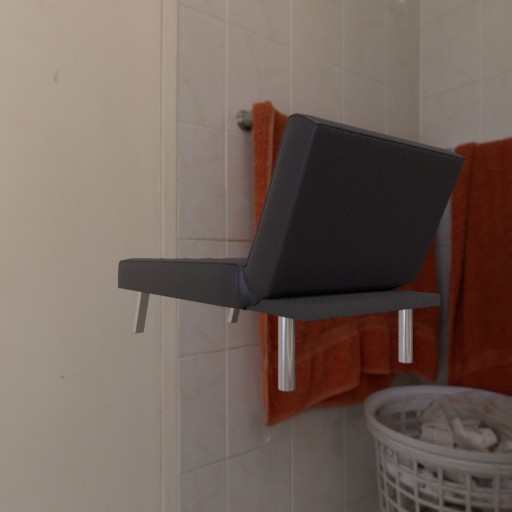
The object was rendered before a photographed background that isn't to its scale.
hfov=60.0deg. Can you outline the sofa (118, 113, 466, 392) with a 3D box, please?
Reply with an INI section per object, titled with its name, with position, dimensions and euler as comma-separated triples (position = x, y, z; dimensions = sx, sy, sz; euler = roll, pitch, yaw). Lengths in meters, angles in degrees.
[sofa]
position = 0.000, 0.000, 2.003
dimensions = 0.760, 0.820, 1.560
euler = 0, 0, -36
